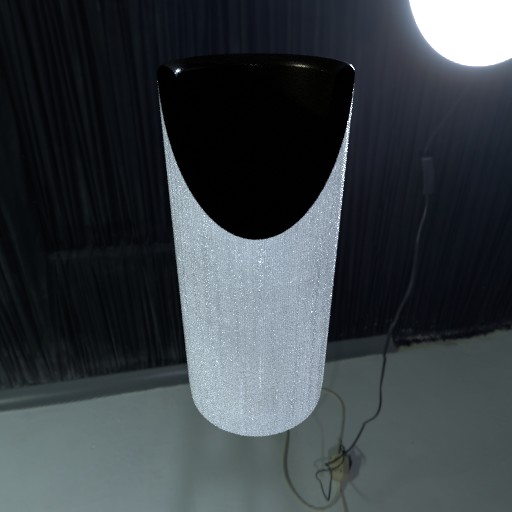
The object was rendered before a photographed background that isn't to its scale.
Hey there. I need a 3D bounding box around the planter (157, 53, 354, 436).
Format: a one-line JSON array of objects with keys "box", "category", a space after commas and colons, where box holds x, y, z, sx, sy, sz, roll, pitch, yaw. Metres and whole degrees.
[{"box": [0.000, 0.000, 0.128, 0.045, 0.103, 0.045, -8, 31, -14], "category": "planter"}]
